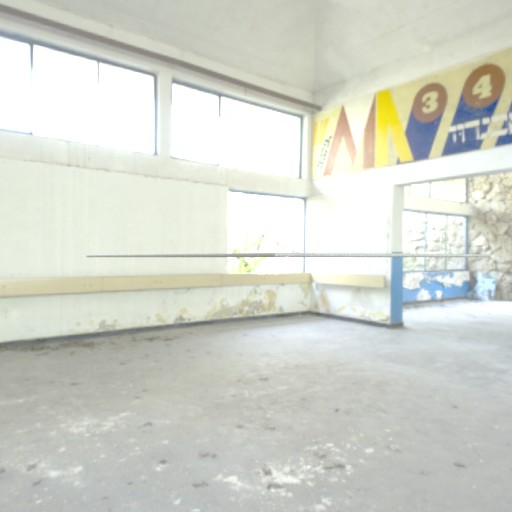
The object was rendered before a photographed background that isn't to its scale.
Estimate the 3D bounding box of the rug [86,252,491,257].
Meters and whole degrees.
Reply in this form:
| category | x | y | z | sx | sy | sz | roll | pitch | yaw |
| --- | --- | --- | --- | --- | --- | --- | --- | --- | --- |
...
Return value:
| category | x | y | z | sx | sy | sz | roll | pitch | yaw |
| --- | --- | --- | --- | --- | --- | --- | --- | --- | --- |
| rug | 0.000 | 0.000 | 2.313 | 1.219 | 0.013 | 1.829 | 0 | 0 | -36 |
